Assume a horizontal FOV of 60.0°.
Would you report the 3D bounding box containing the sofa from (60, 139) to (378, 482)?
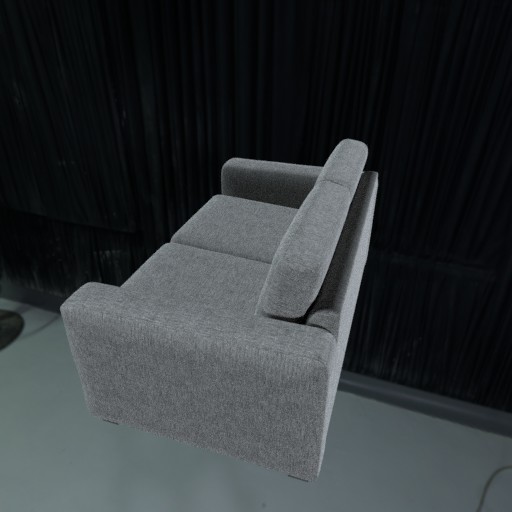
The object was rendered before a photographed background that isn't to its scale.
[{"bbox_3d":[0.000,0.000,1.961,0.900,0.800,1.520,10,32,16],"label":"sofa"}]
